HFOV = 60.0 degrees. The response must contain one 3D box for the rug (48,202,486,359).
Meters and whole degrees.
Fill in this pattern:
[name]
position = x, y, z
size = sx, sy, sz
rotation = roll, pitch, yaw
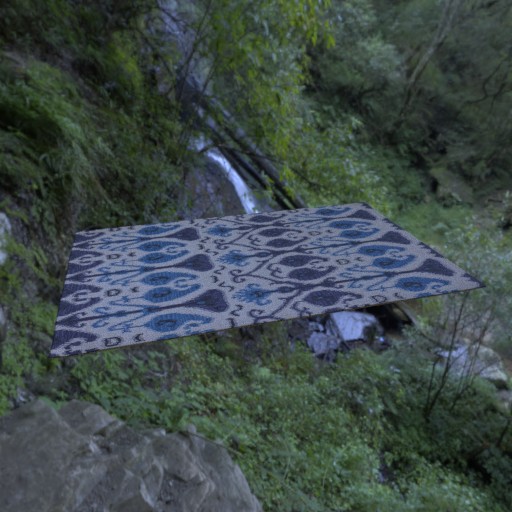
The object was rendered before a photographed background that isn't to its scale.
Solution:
[rug]
position = 0.000, 0.000, 2.094
size = 1.698, 0.013, 1.072
rotation = -7, 28, -14
